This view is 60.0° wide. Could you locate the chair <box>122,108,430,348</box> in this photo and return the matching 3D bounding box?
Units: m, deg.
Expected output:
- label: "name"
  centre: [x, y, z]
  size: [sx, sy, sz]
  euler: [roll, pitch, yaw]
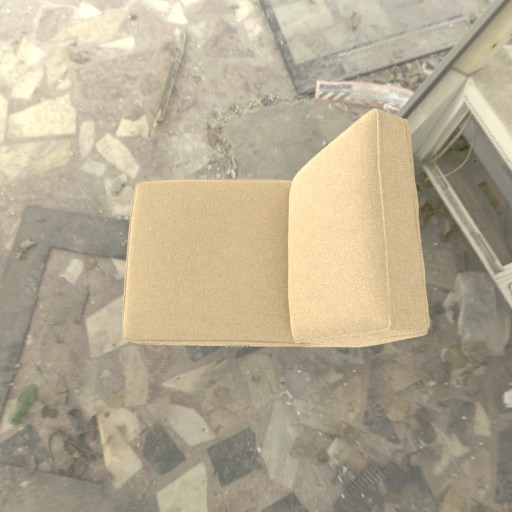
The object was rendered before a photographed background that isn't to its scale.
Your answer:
- label: "chair"
  centre: [0.000, 0.000, 1.580]
  size: [0.938, 0.970, 0.621]
  euler: [0, 76, 0]
